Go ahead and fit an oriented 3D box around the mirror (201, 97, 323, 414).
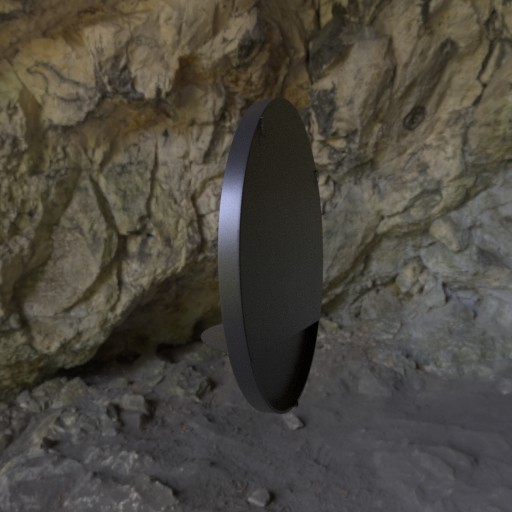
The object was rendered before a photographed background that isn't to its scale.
[{"bbox_3d":[0.000,0.000,0.696,0.133,0.457,0.457,0,-1,19],"label":"mirror"}]
